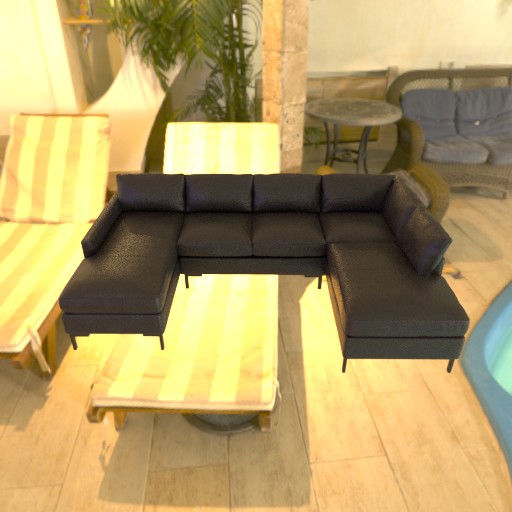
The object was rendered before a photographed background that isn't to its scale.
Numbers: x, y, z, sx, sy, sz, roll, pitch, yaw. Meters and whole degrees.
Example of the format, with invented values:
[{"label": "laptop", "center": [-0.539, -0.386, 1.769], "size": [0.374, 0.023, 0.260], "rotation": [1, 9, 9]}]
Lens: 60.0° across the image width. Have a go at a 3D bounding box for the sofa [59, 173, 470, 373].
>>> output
[{"label": "sofa", "center": [0.000, 0.000, 3.865], "size": [2.956, 0.900, 1.939], "rotation": [0, 31, 0]}]
